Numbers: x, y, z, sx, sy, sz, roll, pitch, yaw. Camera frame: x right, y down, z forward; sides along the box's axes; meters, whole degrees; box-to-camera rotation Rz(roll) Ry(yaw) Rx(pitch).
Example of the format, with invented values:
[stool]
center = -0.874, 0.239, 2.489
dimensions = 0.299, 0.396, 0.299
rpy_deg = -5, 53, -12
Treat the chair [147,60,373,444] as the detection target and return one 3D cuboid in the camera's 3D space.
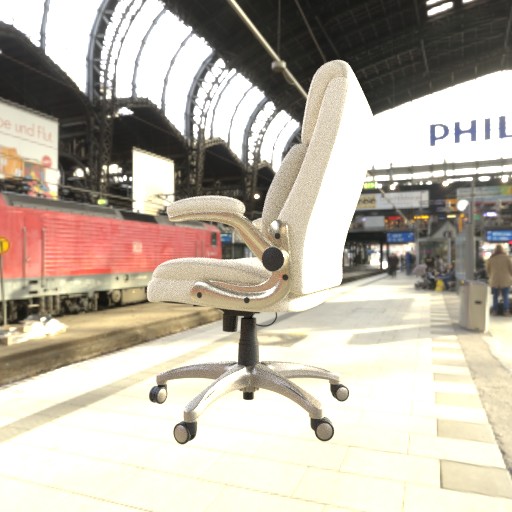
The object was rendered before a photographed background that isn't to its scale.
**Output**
[chair]
center = 0.000, 0.000, 1.601
dimensions = 0.794, 1.110, 0.740
rpy_deg = 0, 0, 19
